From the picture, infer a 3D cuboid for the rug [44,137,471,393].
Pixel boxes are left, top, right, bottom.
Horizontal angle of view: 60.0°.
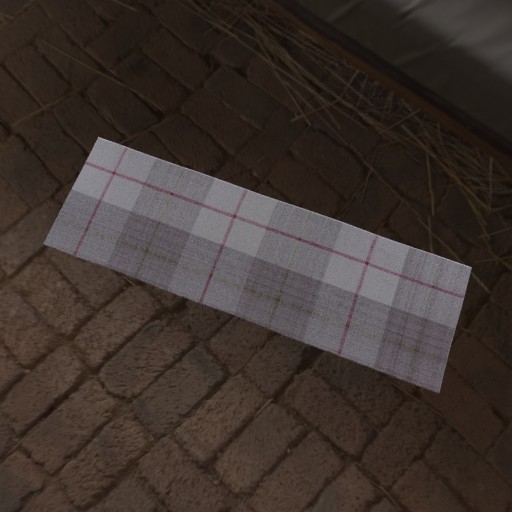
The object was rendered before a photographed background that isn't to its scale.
[{"bbox_3d":[0.000,0.000,2.641,2.439,0.013,0.762,20,76,5],"label":"rug"}]
